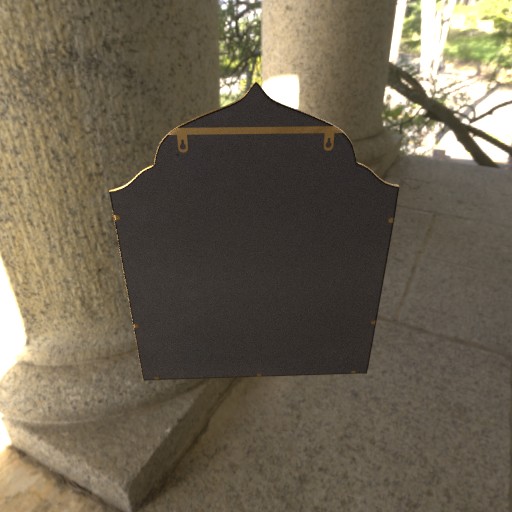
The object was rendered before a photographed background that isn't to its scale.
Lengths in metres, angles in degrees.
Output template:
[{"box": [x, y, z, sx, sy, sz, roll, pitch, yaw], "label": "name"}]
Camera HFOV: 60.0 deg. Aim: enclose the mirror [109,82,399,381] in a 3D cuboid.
[{"box": [0.000, 0.000, 0.855, 0.513, 0.635, 0.018, -1, 31, -2], "label": "mirror"}]
